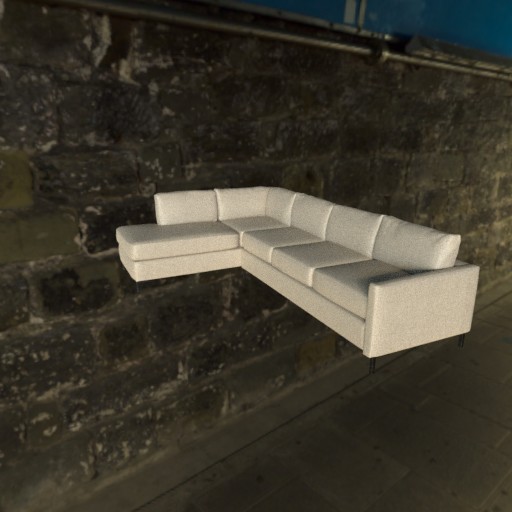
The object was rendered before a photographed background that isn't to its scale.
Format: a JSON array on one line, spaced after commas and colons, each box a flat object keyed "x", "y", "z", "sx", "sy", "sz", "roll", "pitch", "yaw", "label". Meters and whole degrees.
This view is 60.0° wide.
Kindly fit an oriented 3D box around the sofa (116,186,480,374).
[{"x": 0.000, "y": 0.000, "z": 3.207, "sx": 1.617, "sy": 0.703, "sz": 2.423, "roll": -8, "pitch": 18, "yaw": -24, "label": "sofa"}]
